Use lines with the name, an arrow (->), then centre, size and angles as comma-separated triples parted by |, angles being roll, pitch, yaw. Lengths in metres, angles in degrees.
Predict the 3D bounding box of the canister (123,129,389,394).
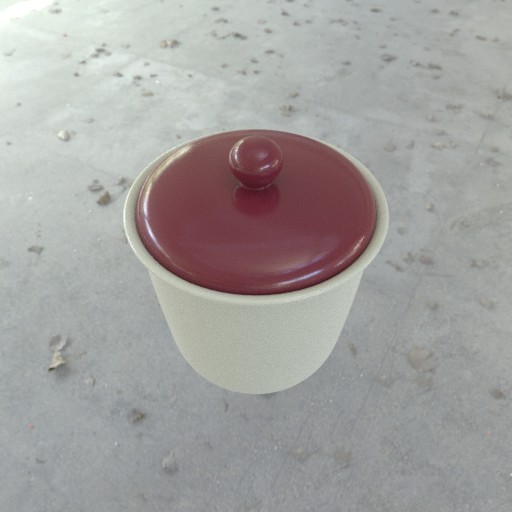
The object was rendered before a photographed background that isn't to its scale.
canister -> 0.000, 0.000, 0.352 | 0.182, 0.208, 0.182 | 0, 47, 0
